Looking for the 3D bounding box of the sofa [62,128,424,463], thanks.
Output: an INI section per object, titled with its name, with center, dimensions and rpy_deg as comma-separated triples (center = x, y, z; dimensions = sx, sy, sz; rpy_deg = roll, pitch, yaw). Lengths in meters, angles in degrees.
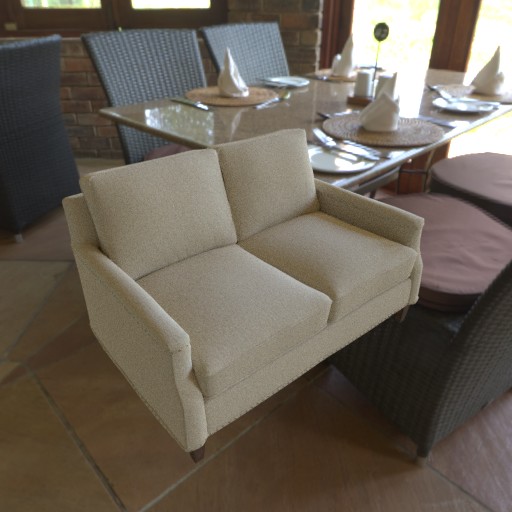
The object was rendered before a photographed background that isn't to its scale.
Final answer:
[sofa]
center = 0.000, 0.000, 2.318
dimensions = 1.597, 1.003, 1.084
rpy_deg = -23, 37, -34
